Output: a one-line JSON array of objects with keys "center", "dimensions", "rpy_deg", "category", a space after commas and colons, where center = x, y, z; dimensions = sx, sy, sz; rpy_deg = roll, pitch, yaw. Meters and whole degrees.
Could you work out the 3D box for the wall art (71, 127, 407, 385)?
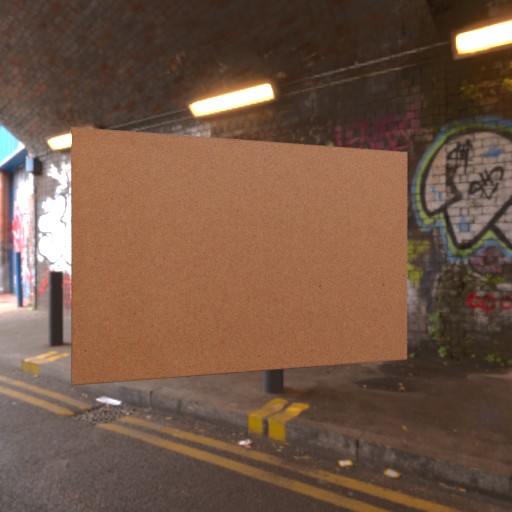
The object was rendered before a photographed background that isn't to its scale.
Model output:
[{"center": [0.000, 0.000, 0.797], "dimensions": [0.615, 0.410, 0.021], "rpy_deg": [0, 0, -16], "category": "wall art"}]
